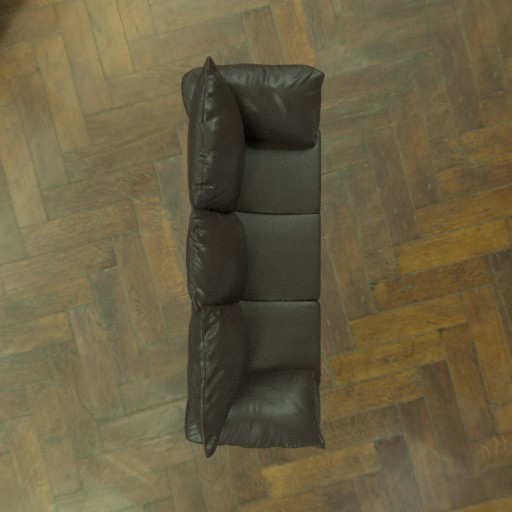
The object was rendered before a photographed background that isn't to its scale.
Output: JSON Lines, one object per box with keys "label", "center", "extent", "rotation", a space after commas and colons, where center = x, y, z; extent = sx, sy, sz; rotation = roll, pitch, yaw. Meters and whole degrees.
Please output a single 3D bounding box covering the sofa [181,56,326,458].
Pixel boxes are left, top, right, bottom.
{"label": "sofa", "center": [0.000, 0.000, 2.909], "extent": [0.907, 1.091, 2.390], "rotation": [0, 90, 0]}
